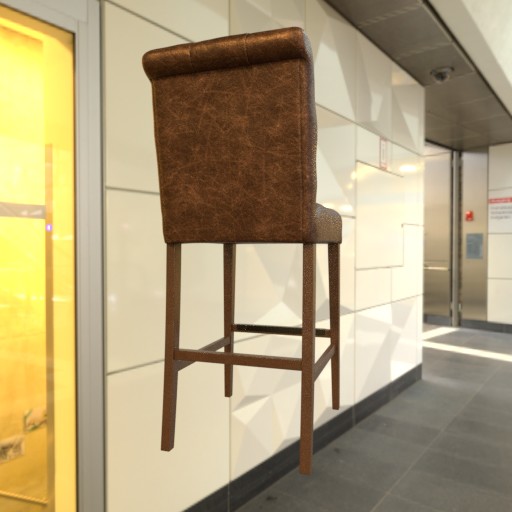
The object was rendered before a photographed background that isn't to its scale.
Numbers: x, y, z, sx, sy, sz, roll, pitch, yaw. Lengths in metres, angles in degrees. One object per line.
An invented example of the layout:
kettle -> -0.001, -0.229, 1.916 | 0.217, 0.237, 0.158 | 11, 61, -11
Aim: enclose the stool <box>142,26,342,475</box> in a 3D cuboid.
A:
stool -> 0.000, 0.000, 1.465 | 0.483, 1.168, 0.659 | 0, 1, 19
